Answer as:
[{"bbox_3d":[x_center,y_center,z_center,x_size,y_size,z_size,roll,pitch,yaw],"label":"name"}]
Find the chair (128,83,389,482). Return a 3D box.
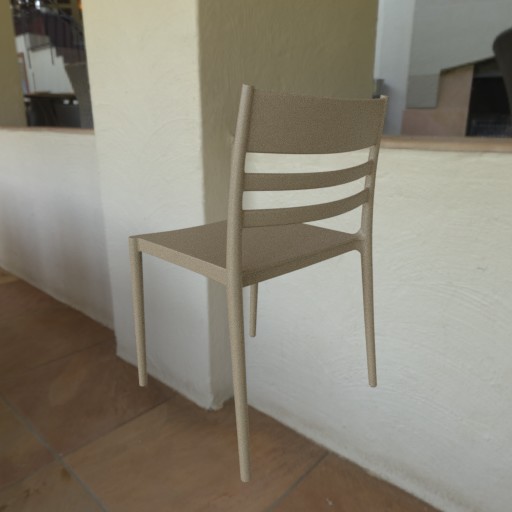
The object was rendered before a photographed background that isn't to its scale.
[{"bbox_3d":[0.000,0.000,1.167,0.531,0.800,0.511,-16,23,-42],"label":"chair"}]
